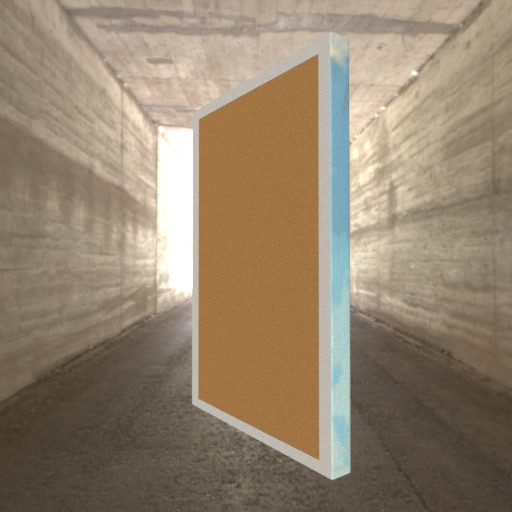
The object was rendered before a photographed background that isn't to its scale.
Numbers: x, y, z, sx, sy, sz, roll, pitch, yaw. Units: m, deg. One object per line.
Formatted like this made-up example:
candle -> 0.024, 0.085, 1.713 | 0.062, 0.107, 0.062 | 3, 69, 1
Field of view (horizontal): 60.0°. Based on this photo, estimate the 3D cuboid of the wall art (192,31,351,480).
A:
wall art -> 0.000, 0.000, 0.773 | 0.038, 0.610, 0.401 | 1, -1, -36
